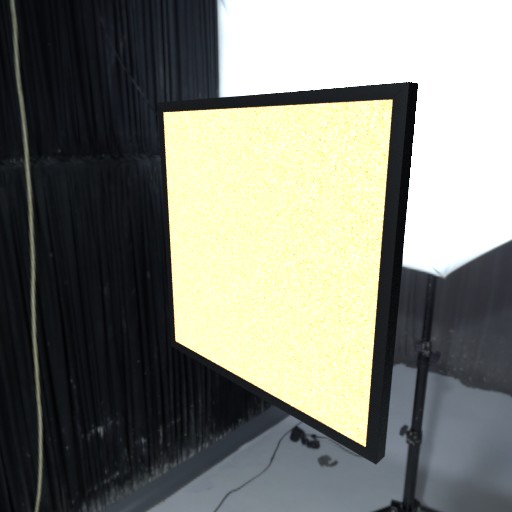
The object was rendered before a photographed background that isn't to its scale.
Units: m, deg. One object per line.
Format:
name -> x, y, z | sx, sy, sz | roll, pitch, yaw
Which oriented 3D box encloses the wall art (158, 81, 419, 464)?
wall art -> 0.000, 0.000, 1.103 | 0.036, 0.755, 0.756 | -15, 21, -42
